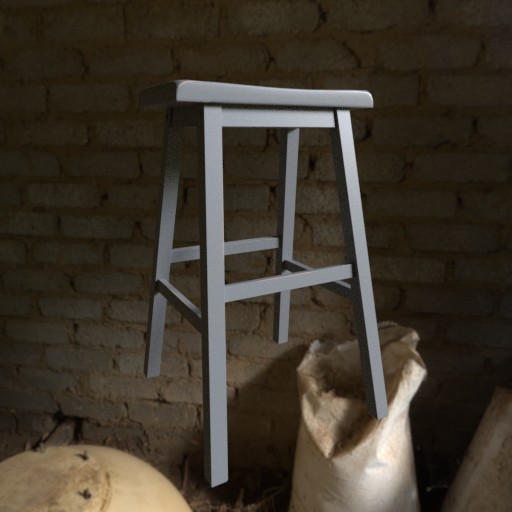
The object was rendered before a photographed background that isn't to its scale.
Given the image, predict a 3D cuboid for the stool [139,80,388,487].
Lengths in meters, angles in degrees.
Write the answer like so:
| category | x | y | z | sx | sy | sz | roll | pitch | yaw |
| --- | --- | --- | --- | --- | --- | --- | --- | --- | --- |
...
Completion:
| category | x | y | z | sx | sy | sz | roll | pitch | yaw |
| --- | --- | --- | --- | --- | --- | --- | --- | --- | --- |
| stool | 0.000 | 0.000 | 1.049 | 0.457 | 0.737 | 0.476 | -8 | 18 | -28 |
